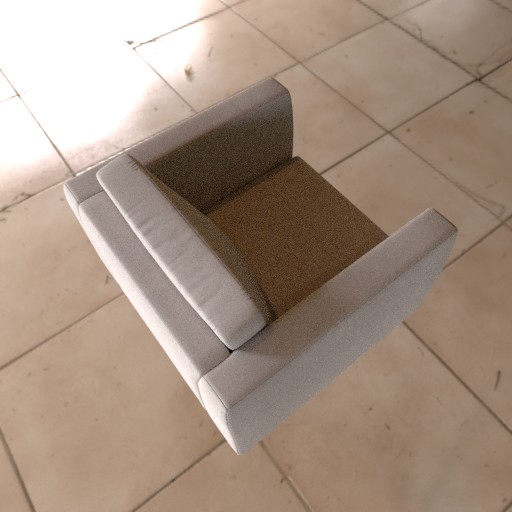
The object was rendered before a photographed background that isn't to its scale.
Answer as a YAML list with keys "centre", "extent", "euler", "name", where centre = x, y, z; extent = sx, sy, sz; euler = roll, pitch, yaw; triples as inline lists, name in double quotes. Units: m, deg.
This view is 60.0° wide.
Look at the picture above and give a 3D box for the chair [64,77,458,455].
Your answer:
- centre: [0.000, 0.000, 1.683]
  extent: [0.930, 0.860, 1.000]
  euler: [-34, 65, -18]
  name: "chair"
